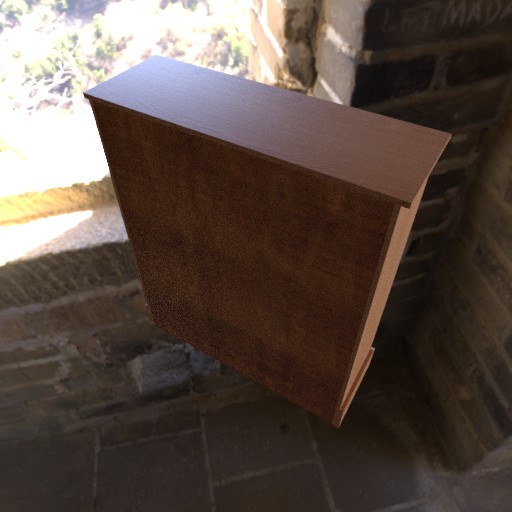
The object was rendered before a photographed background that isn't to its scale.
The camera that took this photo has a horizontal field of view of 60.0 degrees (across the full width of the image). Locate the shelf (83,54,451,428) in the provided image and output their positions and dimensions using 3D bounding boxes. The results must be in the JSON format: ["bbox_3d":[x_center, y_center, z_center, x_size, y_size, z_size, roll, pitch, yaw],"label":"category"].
[{"bbox_3d":[0.000,0.000,1.396,0.840,0.980,0.291,24,50,21],"label":"shelf"}]
